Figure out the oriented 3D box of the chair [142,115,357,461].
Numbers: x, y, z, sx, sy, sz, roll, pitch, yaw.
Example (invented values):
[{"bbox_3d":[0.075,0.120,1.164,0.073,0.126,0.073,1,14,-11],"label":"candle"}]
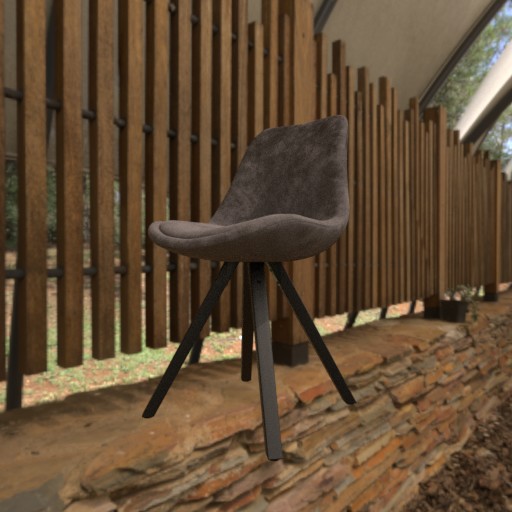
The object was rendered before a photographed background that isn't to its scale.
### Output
[{"bbox_3d":[0.000,0.000,1.220,0.485,0.850,0.550,0,1,36],"label":"chair"}]
